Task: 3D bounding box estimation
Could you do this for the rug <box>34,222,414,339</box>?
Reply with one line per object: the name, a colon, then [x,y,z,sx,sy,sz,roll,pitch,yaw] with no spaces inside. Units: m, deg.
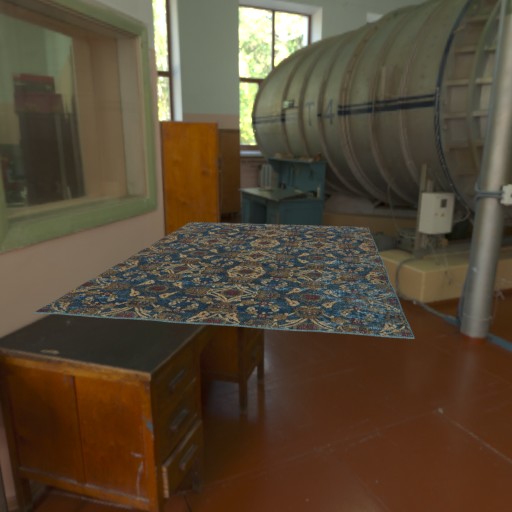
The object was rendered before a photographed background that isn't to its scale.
rug: [0.000,0.000,4.219,2.337,0.013,3.291,2,15,9]
